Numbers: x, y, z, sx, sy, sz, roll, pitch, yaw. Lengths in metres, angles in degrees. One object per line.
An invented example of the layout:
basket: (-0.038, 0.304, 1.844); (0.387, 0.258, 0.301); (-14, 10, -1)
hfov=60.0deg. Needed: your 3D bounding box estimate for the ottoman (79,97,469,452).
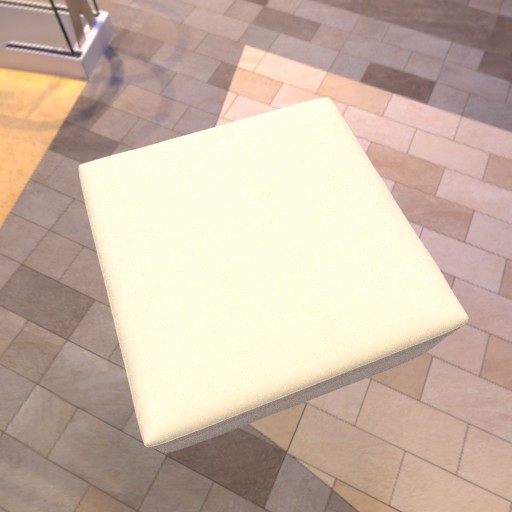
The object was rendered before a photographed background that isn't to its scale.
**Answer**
ottoman: (0.000, 0.000, 1.796); (1.167, 0.482, 1.163); (-18, 64, -9)
